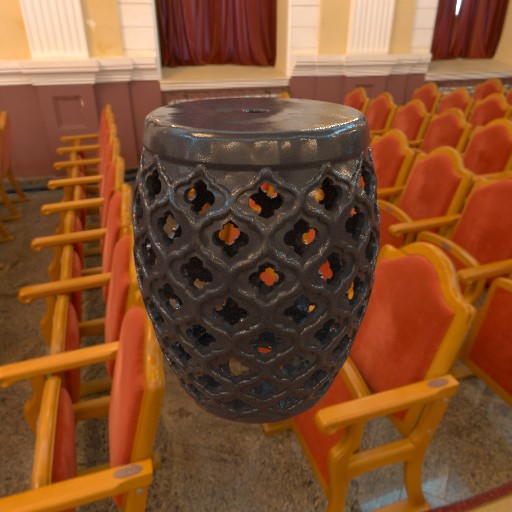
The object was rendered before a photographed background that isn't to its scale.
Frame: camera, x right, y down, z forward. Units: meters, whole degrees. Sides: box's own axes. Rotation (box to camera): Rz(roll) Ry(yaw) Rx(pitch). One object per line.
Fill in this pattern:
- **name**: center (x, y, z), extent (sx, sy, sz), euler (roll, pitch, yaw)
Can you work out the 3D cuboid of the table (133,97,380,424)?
- **table**: center (0.000, 0.000, 0.616), extent (0.325, 0.388, 0.325), euler (0, 27, 0)
